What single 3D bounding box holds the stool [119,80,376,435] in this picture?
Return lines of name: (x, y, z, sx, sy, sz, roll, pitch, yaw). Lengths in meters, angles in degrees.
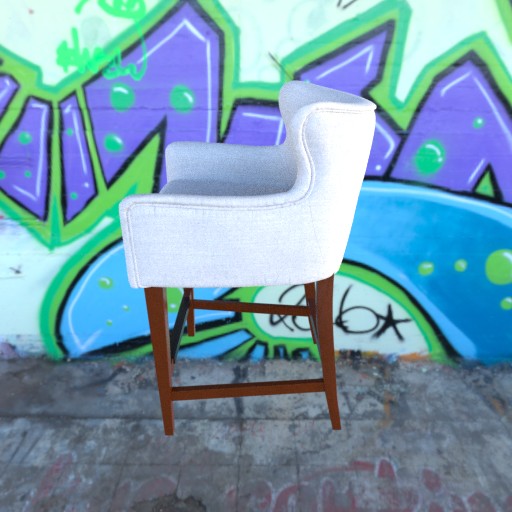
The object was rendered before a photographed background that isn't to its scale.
stool: (0.000, 0.000, 1.394, 0.637, 0.987, 0.615, 0, 26, 0)
